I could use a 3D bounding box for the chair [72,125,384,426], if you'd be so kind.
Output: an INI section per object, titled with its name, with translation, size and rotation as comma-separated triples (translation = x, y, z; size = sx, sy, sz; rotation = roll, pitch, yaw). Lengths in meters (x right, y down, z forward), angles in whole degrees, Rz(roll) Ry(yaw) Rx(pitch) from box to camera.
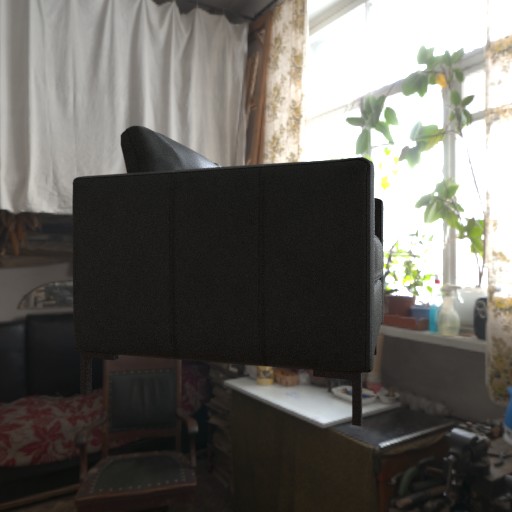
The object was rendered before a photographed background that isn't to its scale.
[chair]
translation = 0.000, 0.000, 1.517
size = 0.861, 0.824, 0.967
rotation = 0, 0, 18
